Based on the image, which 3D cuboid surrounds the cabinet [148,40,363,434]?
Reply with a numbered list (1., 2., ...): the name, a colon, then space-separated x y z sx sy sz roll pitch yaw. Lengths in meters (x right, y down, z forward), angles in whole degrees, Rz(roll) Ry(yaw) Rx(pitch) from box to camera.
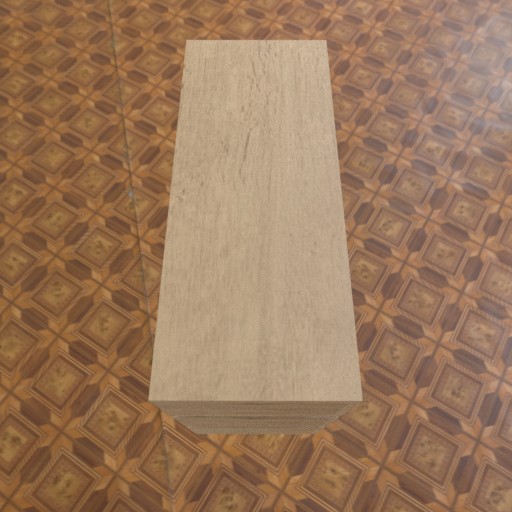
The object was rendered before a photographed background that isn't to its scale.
1. cabinet: 0.000 0.000 1.466 0.420 0.820 1.040 0 64 0
